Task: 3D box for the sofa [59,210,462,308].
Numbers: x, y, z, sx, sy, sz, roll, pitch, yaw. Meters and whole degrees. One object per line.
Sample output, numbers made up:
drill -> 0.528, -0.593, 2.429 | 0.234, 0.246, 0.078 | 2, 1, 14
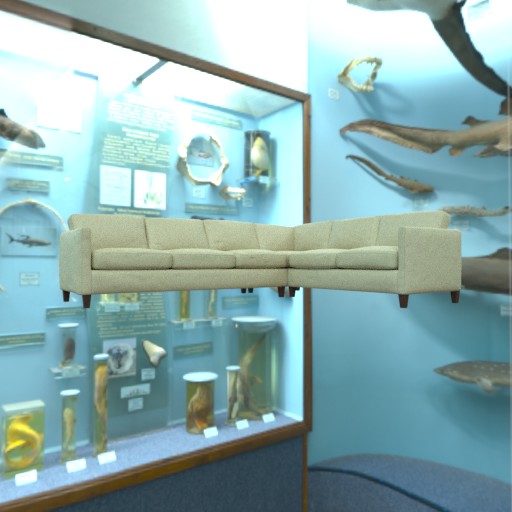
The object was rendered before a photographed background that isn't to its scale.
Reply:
sofa -> 0.000, 0.000, 4.530 | 3.302, 0.947, 2.593 | 1, -1, -35
